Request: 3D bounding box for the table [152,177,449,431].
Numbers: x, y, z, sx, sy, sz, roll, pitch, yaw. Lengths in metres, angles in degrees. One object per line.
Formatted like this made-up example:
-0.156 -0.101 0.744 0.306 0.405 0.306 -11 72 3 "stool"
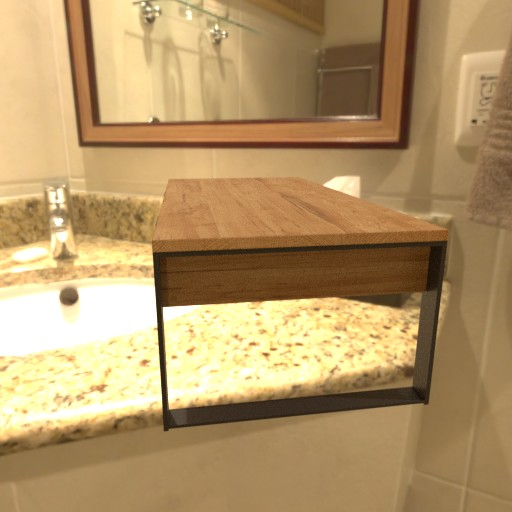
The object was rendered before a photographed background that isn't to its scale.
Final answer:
0.000 0.000 1.455 0.590 0.400 1.180 -2 15 -9 "table"
